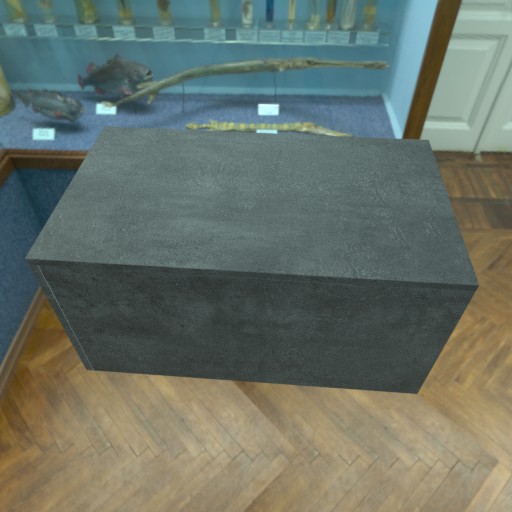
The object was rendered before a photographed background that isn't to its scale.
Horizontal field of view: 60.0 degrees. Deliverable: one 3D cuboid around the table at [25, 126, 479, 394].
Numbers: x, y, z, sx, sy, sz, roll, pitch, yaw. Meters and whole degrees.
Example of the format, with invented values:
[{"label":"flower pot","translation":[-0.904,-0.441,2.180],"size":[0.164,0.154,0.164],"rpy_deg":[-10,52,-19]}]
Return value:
[{"label":"table","translation":[0.000,0.000,0.943],"size":[0.700,0.350,0.400],"rpy_deg":[3,47,3]}]
